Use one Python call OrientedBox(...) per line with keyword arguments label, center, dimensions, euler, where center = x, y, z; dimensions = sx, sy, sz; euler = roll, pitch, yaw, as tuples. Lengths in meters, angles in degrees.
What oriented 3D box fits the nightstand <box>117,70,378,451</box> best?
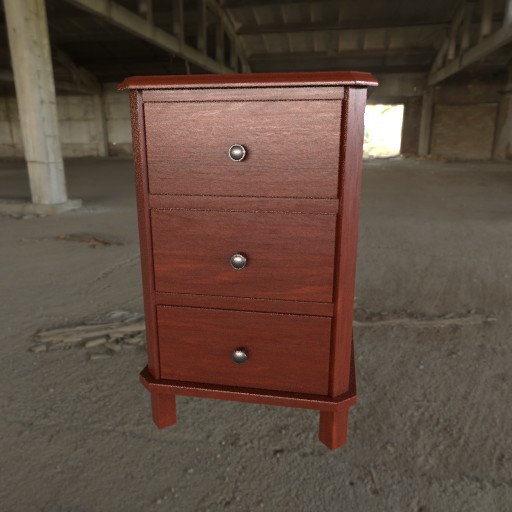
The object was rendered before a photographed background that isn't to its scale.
OrientedBox(label="nightstand", center=(0.000, 0.000, 0.938), dimensions=(0.435, 0.681, 0.351), euler=(3, 15, 10))
